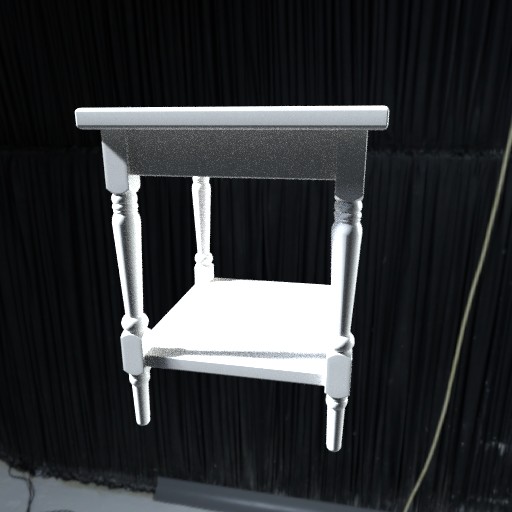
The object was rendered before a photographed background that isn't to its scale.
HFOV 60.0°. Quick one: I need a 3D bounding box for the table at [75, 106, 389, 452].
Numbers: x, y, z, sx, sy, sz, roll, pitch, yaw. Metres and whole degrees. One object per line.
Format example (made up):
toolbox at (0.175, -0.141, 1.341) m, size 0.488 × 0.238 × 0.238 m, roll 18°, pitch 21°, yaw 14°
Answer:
table at (0.000, 0.000, 0.913) m, size 0.442 × 0.565 × 0.488 m, roll 3°, pitch 17°, yaw 11°
